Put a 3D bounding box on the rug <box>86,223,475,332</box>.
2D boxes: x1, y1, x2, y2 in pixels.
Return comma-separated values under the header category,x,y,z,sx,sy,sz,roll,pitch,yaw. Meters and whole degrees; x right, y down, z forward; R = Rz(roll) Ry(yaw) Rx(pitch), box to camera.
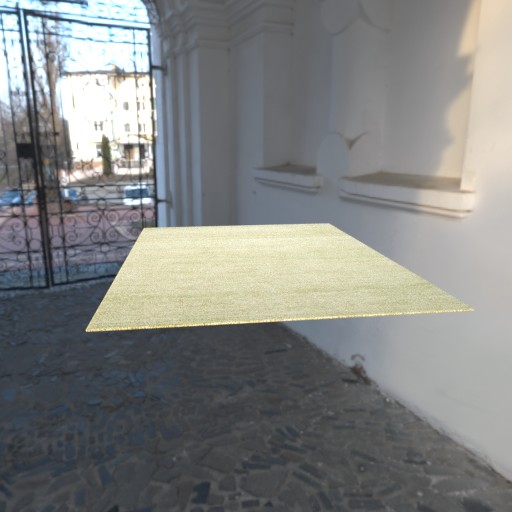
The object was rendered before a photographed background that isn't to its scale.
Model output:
category,x,y,z,sx,sy,sz,roll,pitch,yaw
rug,0.000,0.000,4.244,2.425,0.016,3.198,-2,14,-8
